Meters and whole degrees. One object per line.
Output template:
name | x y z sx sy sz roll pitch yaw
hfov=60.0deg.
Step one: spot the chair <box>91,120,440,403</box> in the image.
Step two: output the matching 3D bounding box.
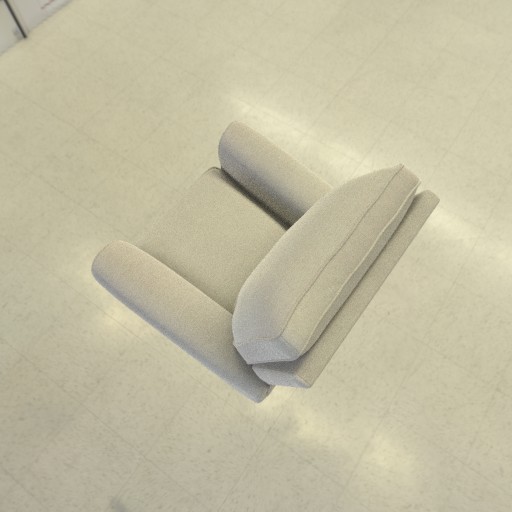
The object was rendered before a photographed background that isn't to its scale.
chair | 0.000 0.000 1.681 0.878 0.960 0.890 35 69 15
